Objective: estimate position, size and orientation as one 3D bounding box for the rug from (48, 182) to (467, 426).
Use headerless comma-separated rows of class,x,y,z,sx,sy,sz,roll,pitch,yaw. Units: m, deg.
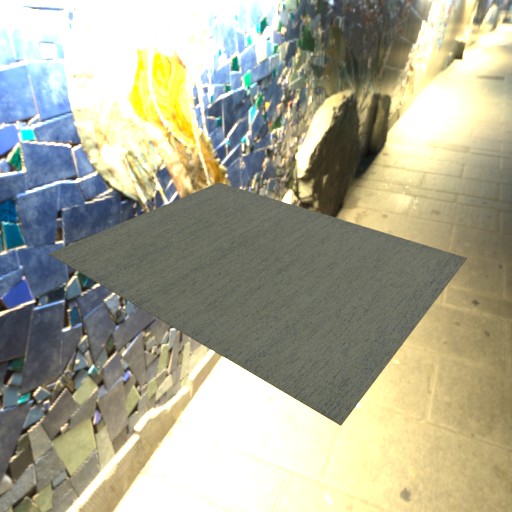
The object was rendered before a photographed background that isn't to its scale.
rug,0.000,0.000,4.252,3.197,0.006,2.438,22,37,32
